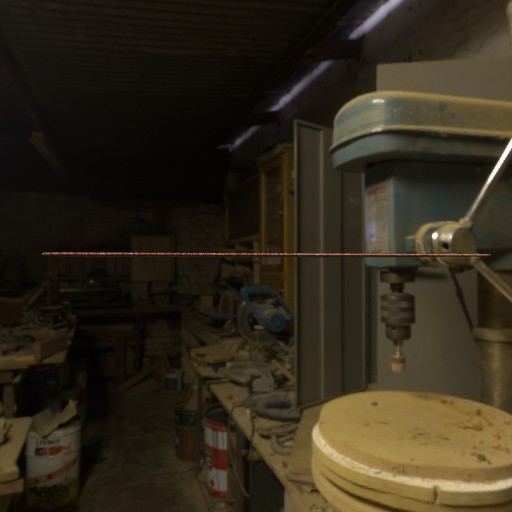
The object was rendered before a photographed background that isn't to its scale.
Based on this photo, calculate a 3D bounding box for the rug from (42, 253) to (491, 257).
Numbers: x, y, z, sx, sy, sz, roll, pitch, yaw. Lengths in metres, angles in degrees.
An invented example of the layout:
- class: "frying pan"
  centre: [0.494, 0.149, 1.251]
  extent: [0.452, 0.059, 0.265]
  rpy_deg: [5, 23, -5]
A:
- class: "rug"
  centre: [0.000, 0.000, 2.164]
  extent: [1.747, 0.011, 1.139]
  rpy_deg: [0, 0, -18]
